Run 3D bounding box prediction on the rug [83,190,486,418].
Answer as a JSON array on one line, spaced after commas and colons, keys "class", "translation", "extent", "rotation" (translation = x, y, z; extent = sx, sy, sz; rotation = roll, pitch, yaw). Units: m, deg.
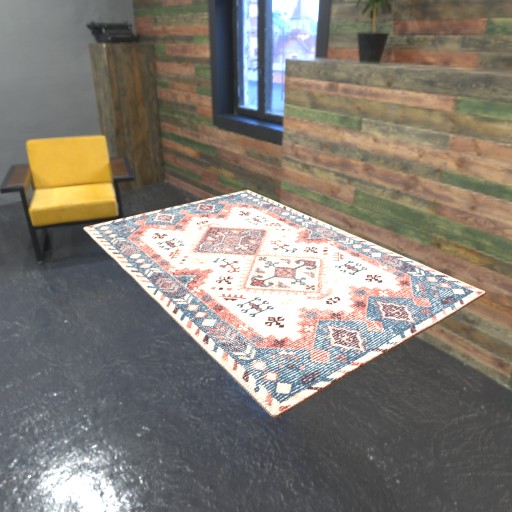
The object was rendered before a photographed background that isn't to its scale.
[{"class": "rug", "translation": [0.000, 0.000, 2.319], "extent": [1.225, 0.015, 1.840], "rotation": [-18, 32, -32]}]
